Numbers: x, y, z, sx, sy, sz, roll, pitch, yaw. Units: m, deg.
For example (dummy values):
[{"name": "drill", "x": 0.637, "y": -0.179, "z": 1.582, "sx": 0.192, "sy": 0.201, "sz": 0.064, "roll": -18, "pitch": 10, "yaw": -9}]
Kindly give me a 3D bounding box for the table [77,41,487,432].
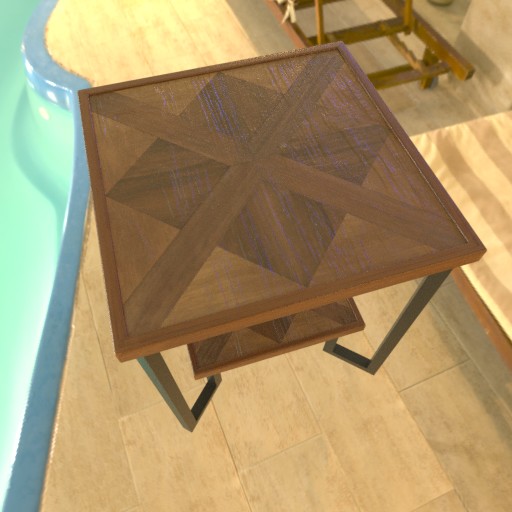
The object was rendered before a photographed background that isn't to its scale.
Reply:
[{"name": "table", "x": 0.000, "y": 0.000, "z": 0.925, "sx": 0.503, "sy": 0.563, "sz": 0.503, "roll": -15, "pitch": 59, "yaw": -9}]
